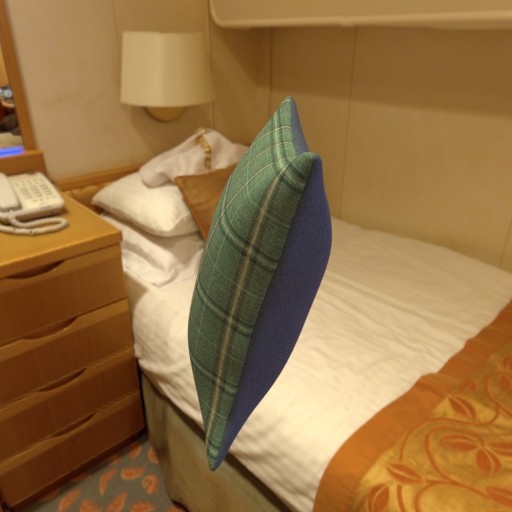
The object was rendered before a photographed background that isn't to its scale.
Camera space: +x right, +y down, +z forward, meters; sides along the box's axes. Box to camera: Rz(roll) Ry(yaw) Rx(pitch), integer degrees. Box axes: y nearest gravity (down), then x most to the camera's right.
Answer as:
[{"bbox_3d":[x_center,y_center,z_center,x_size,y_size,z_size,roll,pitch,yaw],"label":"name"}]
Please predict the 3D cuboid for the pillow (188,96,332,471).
[{"bbox_3d":[0.000,0.000,0.698,0.200,0.430,0.453,0,26,1],"label":"pillow"}]
